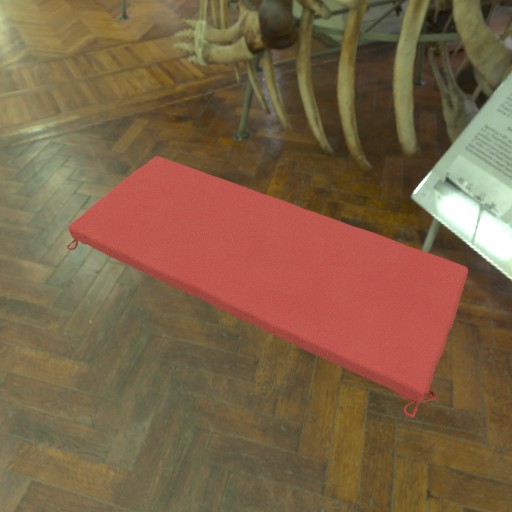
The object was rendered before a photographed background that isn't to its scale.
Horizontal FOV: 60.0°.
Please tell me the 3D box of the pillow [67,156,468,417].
[{"bbox_3d":[0.000,0.000,1.347,1.187,0.081,0.492,23,51,20],"label":"pillow"}]
